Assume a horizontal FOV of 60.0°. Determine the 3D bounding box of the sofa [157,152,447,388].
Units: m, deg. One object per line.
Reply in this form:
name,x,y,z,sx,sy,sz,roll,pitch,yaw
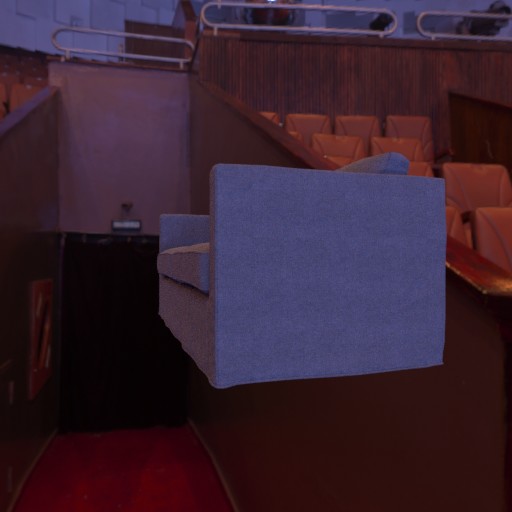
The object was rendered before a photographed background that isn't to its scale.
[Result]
sofa,0.000,0.000,2.492,0.953,0.855,1.982,0,0,-18
